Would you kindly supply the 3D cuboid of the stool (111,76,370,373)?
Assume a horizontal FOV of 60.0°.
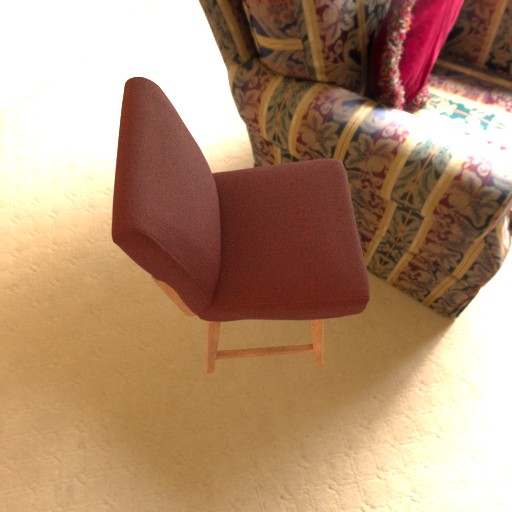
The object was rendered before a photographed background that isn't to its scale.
[{"bbox_3d":[0.000,0.000,1.333,0.562,1.038,0.468,-4,63,-2],"label":"stool"}]
